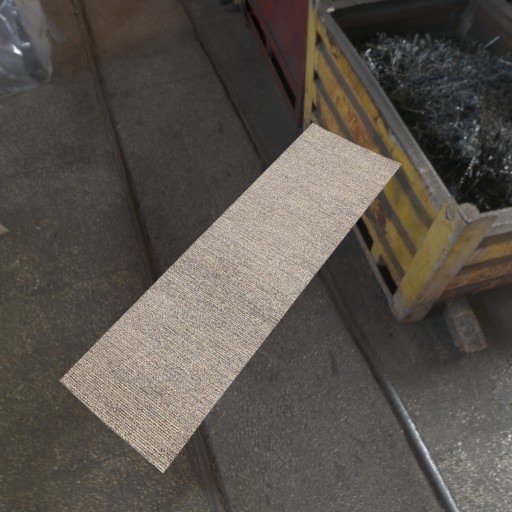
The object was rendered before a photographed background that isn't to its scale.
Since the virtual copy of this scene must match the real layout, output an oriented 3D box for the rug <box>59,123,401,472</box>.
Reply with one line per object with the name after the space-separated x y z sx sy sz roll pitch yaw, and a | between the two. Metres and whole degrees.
0.000 0.000 2.576 0.697 0.013 2.335 32 63 19 | rug
